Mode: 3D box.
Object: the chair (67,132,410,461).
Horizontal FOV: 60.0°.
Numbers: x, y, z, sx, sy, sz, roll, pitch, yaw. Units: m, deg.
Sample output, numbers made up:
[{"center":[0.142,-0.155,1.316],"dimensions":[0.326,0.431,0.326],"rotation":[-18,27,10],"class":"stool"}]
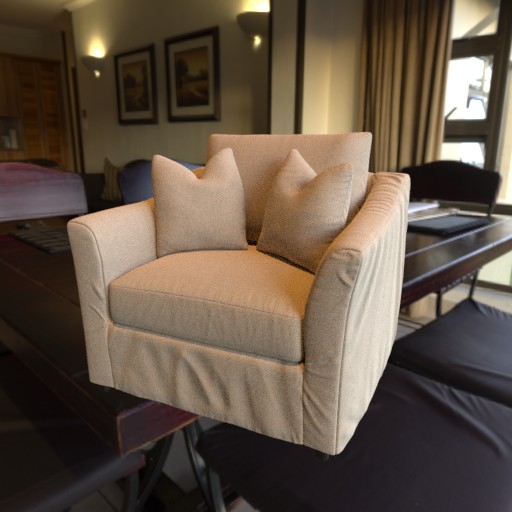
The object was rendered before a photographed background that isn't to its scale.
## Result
[{"center":[0.000,0.000,2.020],"dimensions":[1.194,1.093,1.071],"rotation":[7,16,25],"class":"chair"}]
